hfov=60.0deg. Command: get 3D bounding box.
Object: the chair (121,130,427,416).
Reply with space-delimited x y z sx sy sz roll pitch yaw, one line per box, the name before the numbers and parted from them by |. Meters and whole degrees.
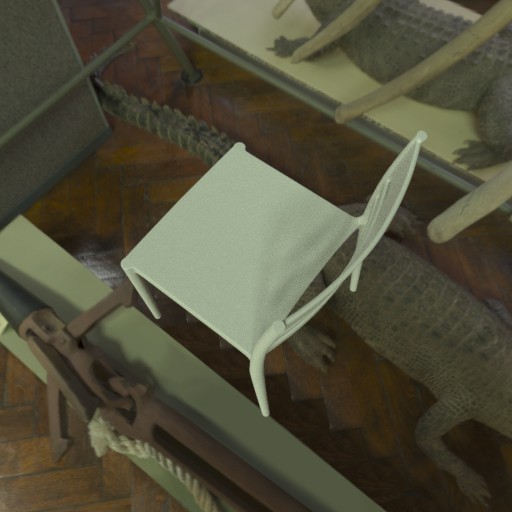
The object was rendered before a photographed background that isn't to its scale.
chair | 0.000 0.000 1.144 0.511 0.800 0.531 34 69 15
